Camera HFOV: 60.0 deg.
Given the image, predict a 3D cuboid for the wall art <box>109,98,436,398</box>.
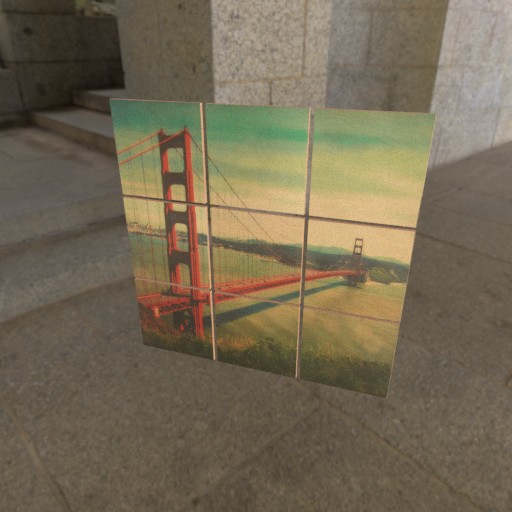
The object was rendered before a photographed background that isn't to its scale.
[{"bbox_3d":[0.000,0.000,1.860,1.217,1.207,0.016,8,28,16],"label":"wall art"}]
